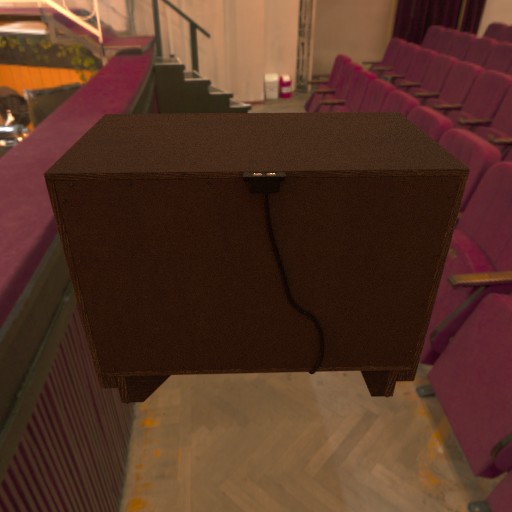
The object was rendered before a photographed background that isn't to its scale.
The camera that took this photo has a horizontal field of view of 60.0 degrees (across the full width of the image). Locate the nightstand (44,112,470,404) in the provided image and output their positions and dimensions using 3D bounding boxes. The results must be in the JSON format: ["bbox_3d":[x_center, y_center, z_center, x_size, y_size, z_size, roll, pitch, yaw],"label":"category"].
[{"bbox_3d":[0.000,0.000,1.137,0.775,0.612,0.457,-1,32,-1],"label":"nightstand"}]
